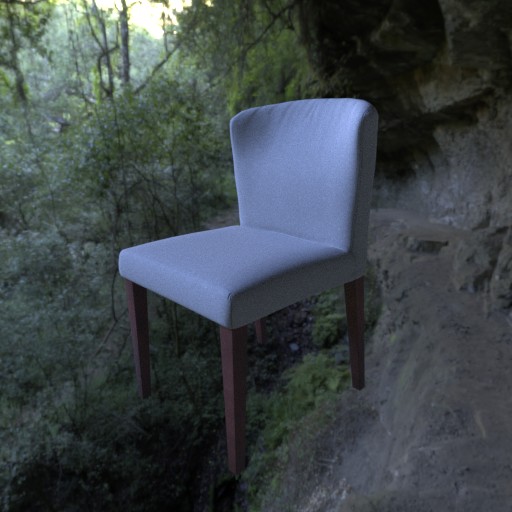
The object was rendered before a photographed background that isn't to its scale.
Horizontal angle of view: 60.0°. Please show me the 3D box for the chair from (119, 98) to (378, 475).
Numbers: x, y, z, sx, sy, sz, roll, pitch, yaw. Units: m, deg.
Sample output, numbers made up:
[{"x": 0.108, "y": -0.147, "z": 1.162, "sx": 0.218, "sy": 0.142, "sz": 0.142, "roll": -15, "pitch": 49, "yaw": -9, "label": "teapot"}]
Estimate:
[{"x": 0.000, "y": 0.000, "z": 1.218, "sx": 0.592, "sy": 0.839, "sz": 0.491, "roll": -15, "pitch": 22, "yaw": -42, "label": "chair"}]
